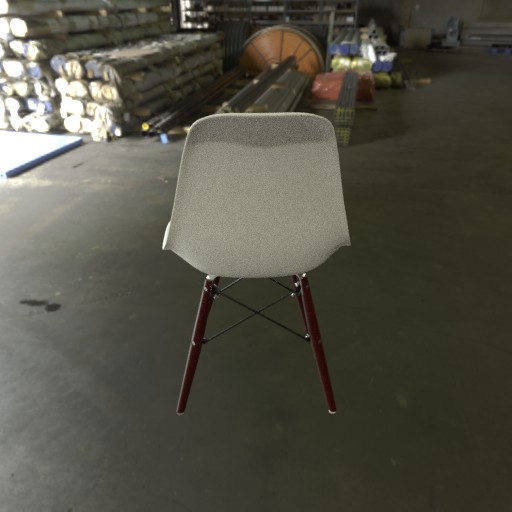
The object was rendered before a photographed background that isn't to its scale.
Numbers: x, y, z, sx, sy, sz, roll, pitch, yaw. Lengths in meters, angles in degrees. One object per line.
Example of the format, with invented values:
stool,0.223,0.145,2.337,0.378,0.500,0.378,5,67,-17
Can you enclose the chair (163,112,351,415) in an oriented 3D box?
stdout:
chair,0.000,0.000,1.141,0.470,0.826,0.533,-1,30,-2
